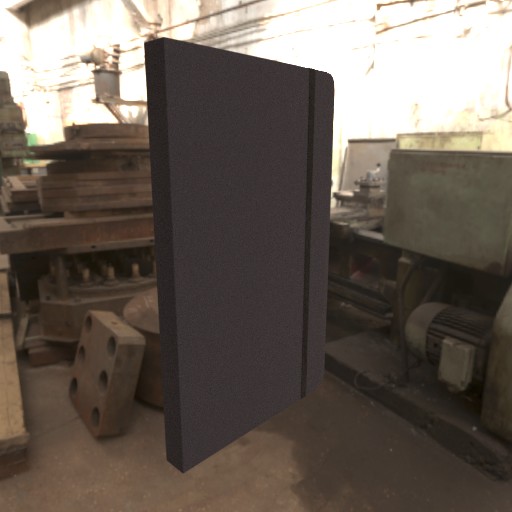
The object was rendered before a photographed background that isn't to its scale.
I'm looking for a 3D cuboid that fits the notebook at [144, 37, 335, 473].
[{"bbox_3d":[0.000,0.000,0.259,0.016,0.213,0.127,13,18,42],"label":"notebook"}]
